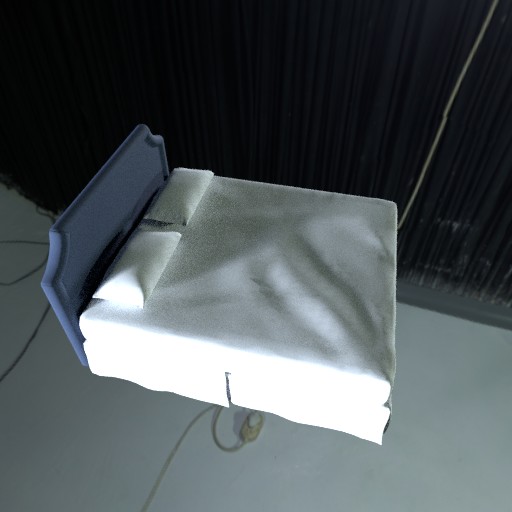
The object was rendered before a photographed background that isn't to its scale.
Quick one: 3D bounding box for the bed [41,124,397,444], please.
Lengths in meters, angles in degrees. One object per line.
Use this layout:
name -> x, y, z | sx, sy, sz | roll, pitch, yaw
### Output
bed -> 0.000, 0.000, 4.120 | 2.773, 1.488, 2.350 | 10, 46, 9
